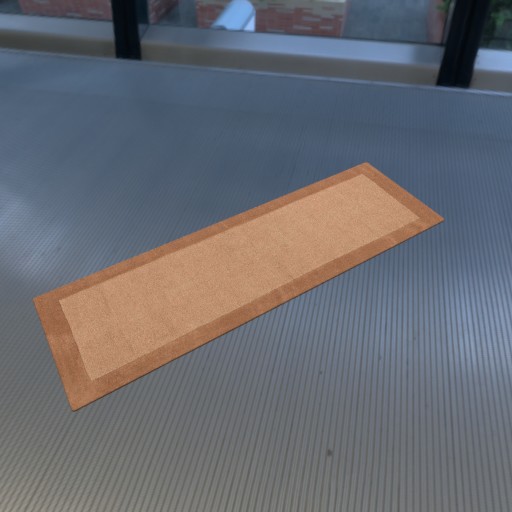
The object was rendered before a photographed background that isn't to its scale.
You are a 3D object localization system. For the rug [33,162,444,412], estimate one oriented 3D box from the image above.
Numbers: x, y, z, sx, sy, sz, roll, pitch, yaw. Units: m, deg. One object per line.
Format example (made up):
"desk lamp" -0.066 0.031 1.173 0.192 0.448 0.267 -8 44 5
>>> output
"rug" 0.000 0.000 2.672 2.439 0.017 0.764 -25 51 -21
